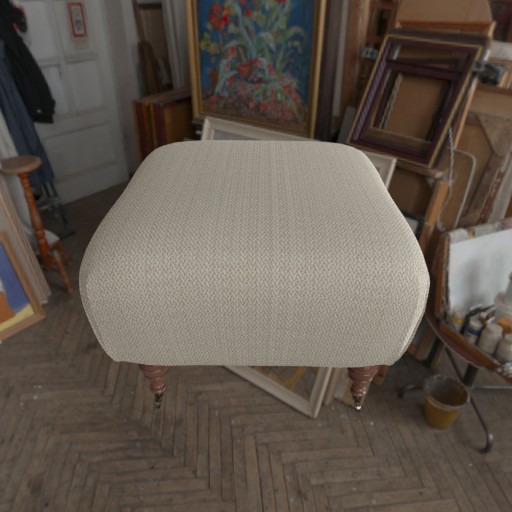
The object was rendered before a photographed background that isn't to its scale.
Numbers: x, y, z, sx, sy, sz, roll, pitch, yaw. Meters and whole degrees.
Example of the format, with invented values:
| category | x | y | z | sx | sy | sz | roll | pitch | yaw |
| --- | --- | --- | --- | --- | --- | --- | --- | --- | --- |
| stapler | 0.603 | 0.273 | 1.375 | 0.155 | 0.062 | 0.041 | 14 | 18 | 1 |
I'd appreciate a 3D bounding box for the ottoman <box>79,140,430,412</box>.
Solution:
| category | x | y | z | sx | sy | sz | roll | pitch | yaw |
| --- | --- | --- | --- | --- | --- | --- | --- | --- | --- |
| ottoman | 0.000 | 0.000 | 1.080 | 0.622 | 0.447 | 0.684 | 1 | 32 | 1 |
